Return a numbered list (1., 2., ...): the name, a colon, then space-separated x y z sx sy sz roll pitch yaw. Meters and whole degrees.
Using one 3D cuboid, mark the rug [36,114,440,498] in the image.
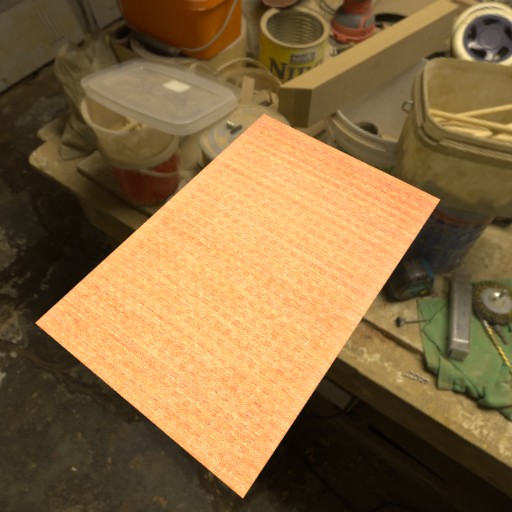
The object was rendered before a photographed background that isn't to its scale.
1. rug: 0.000 0.000 2.852 1.524 0.006 2.285 32 62 19
